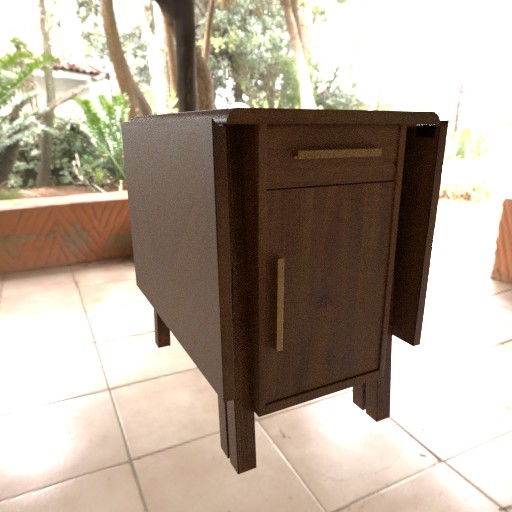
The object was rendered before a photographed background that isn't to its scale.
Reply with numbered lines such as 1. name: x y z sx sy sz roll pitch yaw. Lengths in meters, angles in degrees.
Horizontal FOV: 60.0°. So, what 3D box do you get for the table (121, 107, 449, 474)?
1. table: 0.000 0.000 1.613 0.701 0.981 0.967 -8 18 -26
